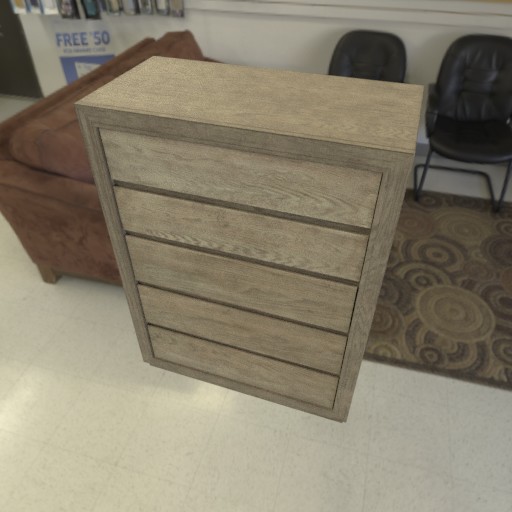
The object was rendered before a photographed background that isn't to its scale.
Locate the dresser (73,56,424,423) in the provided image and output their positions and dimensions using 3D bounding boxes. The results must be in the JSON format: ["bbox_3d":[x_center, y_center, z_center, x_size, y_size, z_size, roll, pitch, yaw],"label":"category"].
[{"bbox_3d":[0.000,0.000,1.771,0.967,1.295,0.483,12,42,14],"label":"dresser"}]
